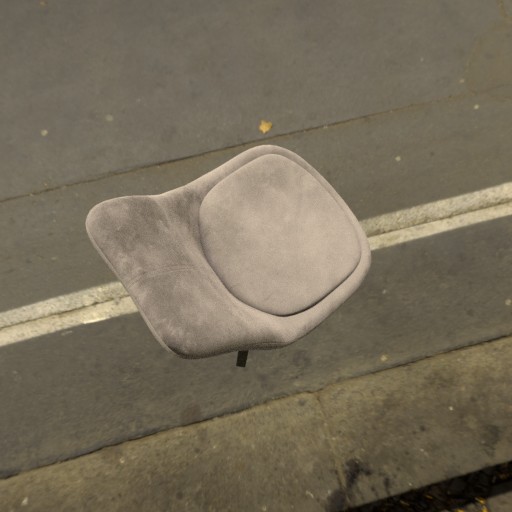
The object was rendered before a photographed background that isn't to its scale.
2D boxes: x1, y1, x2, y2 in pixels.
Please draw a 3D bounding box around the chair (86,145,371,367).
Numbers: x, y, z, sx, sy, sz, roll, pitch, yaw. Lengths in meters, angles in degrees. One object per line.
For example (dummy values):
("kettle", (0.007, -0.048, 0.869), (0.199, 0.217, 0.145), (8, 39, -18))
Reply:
("chair", (0.000, 0.000, 1.177), (0.550, 0.850, 0.485), (-35, 79, -8))
